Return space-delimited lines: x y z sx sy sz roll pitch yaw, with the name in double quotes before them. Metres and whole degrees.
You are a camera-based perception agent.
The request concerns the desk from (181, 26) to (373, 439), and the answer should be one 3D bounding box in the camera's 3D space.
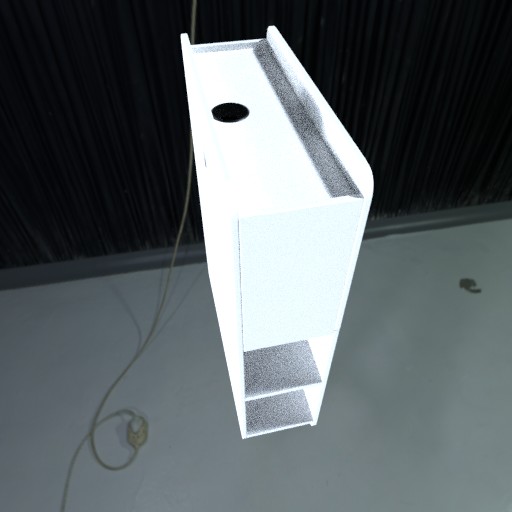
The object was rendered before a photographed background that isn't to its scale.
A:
"desk" 0.000 0.000 1.490 0.278 1.190 0.795 -9 48 -9
